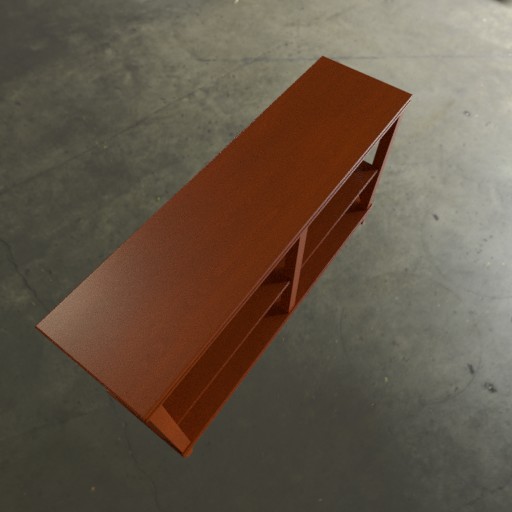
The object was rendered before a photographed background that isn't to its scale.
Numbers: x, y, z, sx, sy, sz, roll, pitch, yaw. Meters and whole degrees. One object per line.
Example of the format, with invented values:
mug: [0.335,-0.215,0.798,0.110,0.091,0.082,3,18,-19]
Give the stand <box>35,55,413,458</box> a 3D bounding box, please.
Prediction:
stand: [0.000,0.000,1.670,0.381,0.762,1.372,32,64,18]
